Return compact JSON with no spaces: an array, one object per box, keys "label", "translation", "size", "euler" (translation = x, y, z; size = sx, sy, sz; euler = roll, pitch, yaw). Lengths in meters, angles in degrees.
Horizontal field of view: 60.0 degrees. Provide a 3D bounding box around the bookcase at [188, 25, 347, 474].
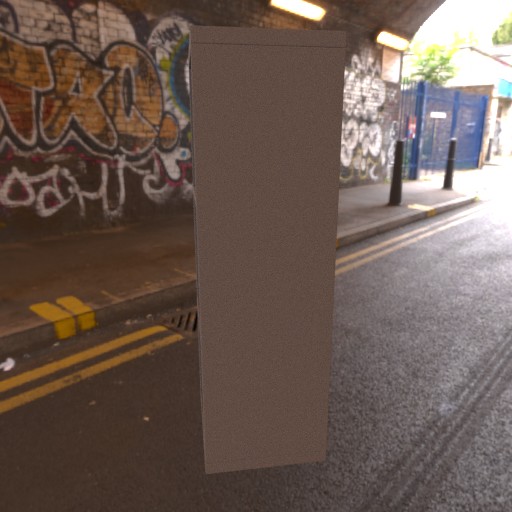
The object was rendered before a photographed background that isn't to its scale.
[{"label":"bookcase","translation":[0.000,0.000,1.244],"size":[0.330,1.080,0.390],"euler":[-2,15,-9]}]
